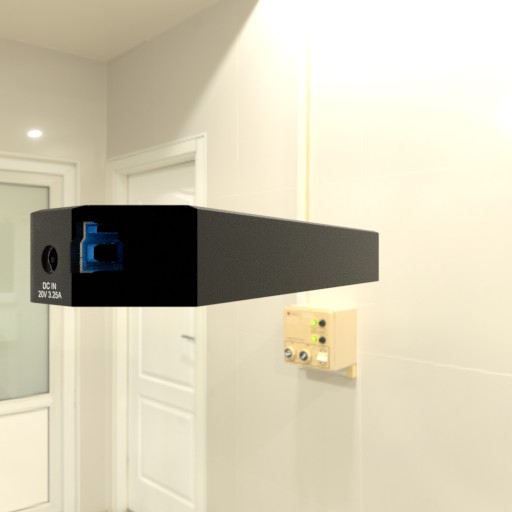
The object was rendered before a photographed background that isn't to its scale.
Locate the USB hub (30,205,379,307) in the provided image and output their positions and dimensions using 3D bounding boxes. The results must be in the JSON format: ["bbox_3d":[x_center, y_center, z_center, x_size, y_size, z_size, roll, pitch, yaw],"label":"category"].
[{"bbox_3d":[0.000,0.000,0.159,0.044,0.023,0.145,0,0,34],"label":"USB hub"}]
